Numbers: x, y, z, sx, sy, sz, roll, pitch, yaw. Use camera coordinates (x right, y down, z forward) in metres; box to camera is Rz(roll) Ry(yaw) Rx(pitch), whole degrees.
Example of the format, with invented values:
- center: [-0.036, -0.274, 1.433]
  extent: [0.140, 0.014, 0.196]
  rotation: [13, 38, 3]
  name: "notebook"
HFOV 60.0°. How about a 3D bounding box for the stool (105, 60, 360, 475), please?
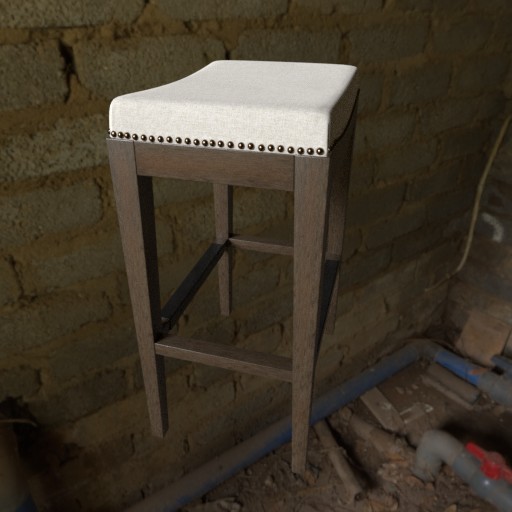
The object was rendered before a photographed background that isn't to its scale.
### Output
- center: [0.000, 0.000, 1.002]
  extent: [0.358, 0.759, 0.498]
  rotation: [8, 32, 14]
  name: "stool"
